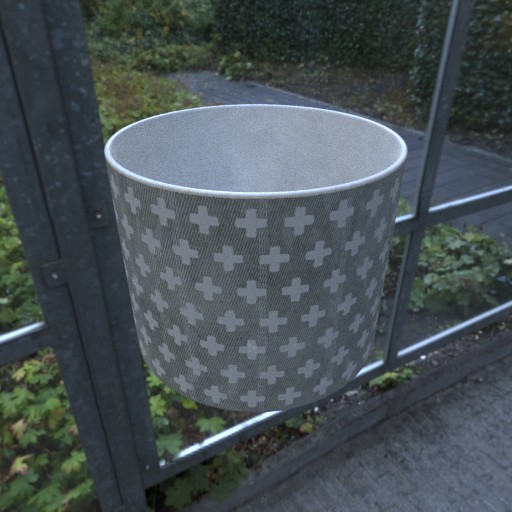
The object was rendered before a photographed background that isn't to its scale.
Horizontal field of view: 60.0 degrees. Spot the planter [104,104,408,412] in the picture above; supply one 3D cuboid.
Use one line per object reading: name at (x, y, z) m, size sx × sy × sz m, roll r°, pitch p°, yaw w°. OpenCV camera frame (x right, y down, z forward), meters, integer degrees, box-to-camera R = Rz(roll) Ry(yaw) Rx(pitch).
planter at (0.000, 0.000, 0.441) m, size 0.250 × 0.239 × 0.250 m, roll 0°, pitch 31°, yaw 0°
